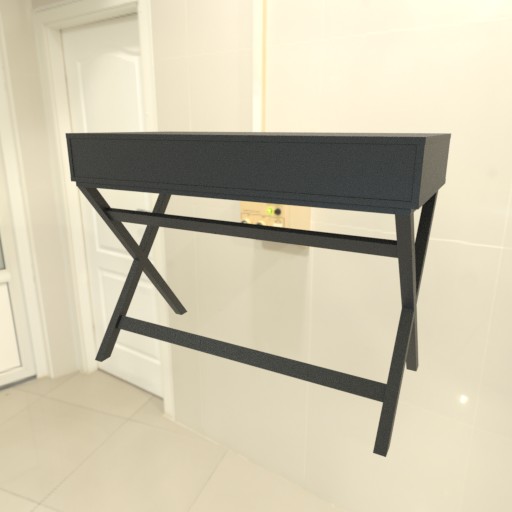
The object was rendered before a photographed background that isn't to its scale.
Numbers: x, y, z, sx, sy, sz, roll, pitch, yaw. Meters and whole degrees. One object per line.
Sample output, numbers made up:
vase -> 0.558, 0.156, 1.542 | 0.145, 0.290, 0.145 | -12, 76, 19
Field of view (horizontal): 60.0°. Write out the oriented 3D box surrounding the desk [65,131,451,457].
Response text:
desk -> 0.000, 0.000, 1.462 | 1.057, 0.780, 0.525 | 9, 18, 27
